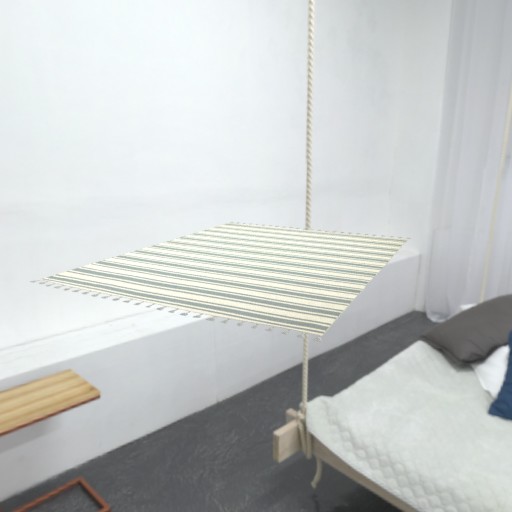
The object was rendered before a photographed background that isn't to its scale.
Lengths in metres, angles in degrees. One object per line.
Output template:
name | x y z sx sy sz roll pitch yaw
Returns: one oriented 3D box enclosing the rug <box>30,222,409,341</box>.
rug | 0.000 0.000 4.354 2.439 0.005 3.201 7 16 26
